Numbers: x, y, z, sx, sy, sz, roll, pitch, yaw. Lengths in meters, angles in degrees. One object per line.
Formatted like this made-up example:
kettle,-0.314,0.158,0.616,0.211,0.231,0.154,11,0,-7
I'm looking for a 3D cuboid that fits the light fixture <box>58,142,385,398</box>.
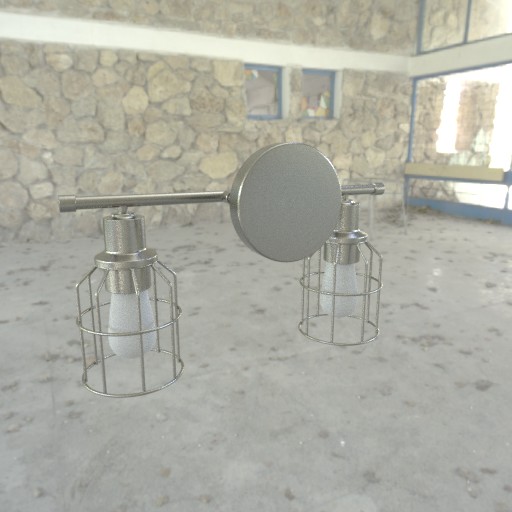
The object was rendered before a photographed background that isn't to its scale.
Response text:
light fixture,0.000,0.000,0.516,0.406,0.254,0.165,-6,15,-25
